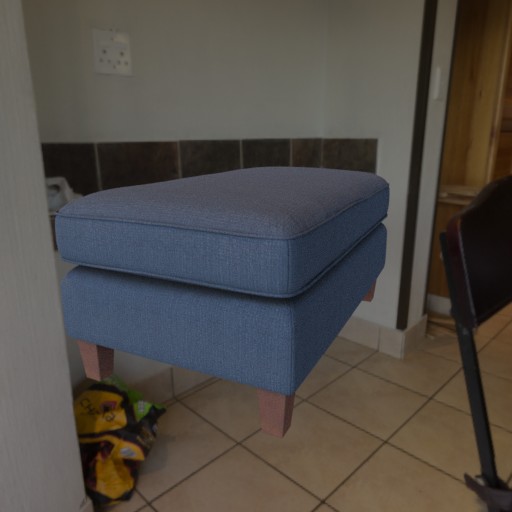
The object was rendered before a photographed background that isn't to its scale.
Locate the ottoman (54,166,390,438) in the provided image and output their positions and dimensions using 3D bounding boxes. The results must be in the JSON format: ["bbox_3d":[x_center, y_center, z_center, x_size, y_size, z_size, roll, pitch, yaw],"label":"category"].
[{"bbox_3d":[0.000,0.000,1.207,0.570,0.438,0.885,7,17,25],"label":"ottoman"}]
